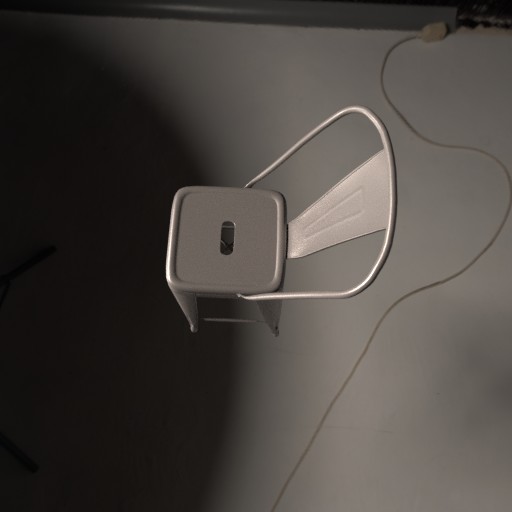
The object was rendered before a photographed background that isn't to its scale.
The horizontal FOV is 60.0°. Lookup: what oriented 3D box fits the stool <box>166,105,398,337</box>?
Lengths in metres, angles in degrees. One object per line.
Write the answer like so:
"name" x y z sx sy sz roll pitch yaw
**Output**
"stool" 0.000 0.000 1.330 0.513 1.096 0.399 3 75 1
